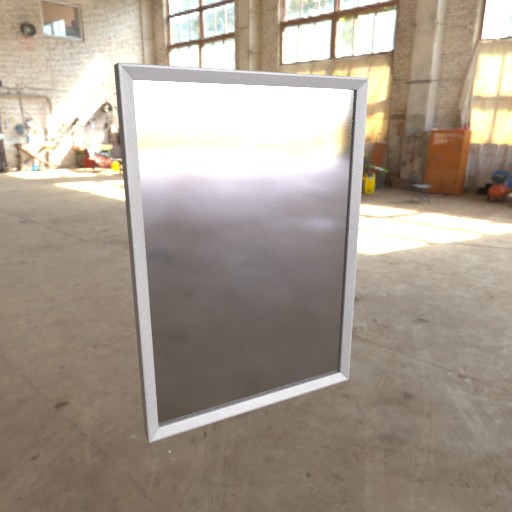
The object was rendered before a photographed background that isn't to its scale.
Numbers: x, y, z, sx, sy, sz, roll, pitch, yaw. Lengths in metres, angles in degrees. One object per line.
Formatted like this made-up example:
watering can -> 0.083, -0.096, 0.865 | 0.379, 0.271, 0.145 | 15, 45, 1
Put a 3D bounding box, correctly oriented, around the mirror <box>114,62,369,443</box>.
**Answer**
mirror -> 0.000, 0.000, 0.922 | 0.507, 0.710, 0.039 | -8, 18, -26
